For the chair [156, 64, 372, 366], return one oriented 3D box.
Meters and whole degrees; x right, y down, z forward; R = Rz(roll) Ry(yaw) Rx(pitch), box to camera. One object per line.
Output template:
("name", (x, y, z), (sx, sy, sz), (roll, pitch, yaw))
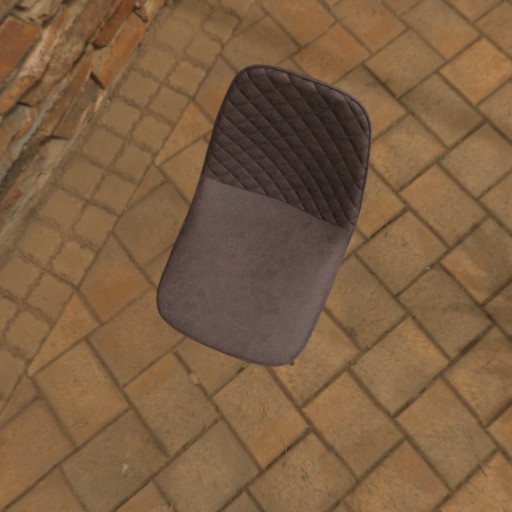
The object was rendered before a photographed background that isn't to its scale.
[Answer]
("chair", (0.000, 0.000, 1.243), (0.472, 0.889, 0.561), (21, 77, 5))
